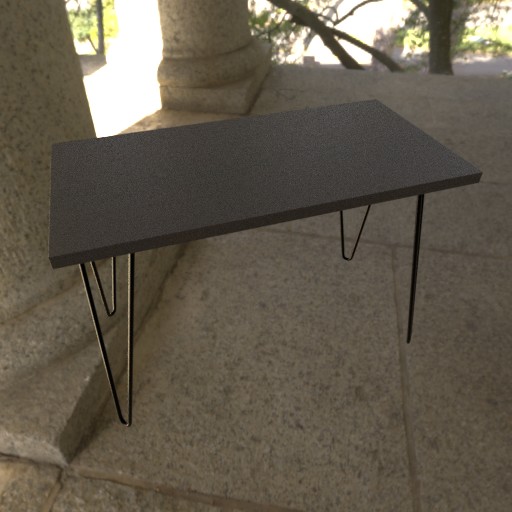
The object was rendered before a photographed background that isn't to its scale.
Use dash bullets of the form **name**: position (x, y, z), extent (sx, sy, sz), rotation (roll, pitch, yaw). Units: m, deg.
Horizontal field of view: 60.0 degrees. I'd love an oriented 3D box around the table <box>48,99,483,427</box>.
- **table**: position (0.000, 0.000, 1.344), extent (0.991, 0.660, 0.499), rotation (-12, 42, -14)
